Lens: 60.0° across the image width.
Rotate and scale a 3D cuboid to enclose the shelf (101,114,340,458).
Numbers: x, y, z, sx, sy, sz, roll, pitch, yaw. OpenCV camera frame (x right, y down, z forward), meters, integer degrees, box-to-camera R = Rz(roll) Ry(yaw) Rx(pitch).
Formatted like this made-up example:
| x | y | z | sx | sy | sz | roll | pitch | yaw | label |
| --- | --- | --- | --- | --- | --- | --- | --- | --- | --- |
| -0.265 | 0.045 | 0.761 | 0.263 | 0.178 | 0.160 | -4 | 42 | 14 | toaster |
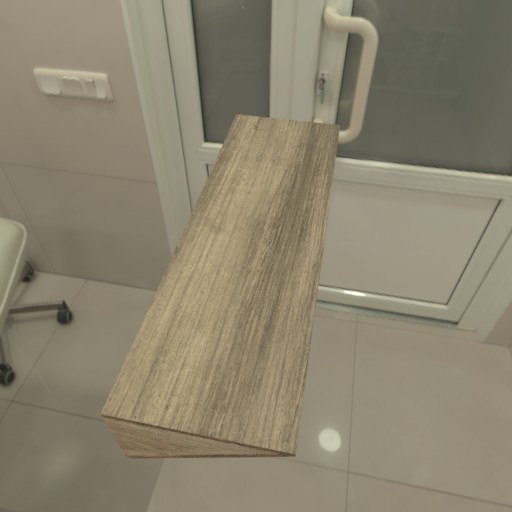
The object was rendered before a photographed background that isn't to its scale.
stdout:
| x | y | z | sx | sy | sz | roll | pitch | yaw | label |
| --- | --- | --- | --- | --- | --- | --- | --- | --- | --- |
| 0.000 | 0.000 | 0.687 | 0.200 | 0.125 | 0.610 | 8 | 47 | 8 | shelf |
